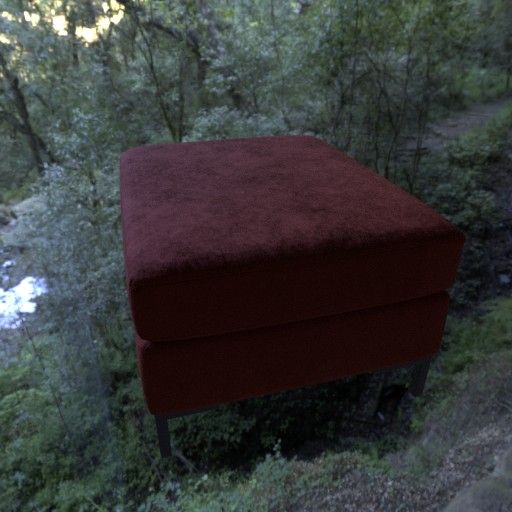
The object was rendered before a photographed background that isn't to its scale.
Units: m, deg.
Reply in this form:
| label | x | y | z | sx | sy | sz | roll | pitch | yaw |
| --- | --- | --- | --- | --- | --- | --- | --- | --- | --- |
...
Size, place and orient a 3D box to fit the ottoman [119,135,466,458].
| label | x | y | z | sx | sy | sz | roll | pitch | yaw |
| --- | --- | --- | --- | --- | --- | --- | --- | --- | --- |
| ottoman | 0.000 | 0.000 | 1.174 | 0.650 | 0.462 | 0.782 | -8 | 30 | -14 |
